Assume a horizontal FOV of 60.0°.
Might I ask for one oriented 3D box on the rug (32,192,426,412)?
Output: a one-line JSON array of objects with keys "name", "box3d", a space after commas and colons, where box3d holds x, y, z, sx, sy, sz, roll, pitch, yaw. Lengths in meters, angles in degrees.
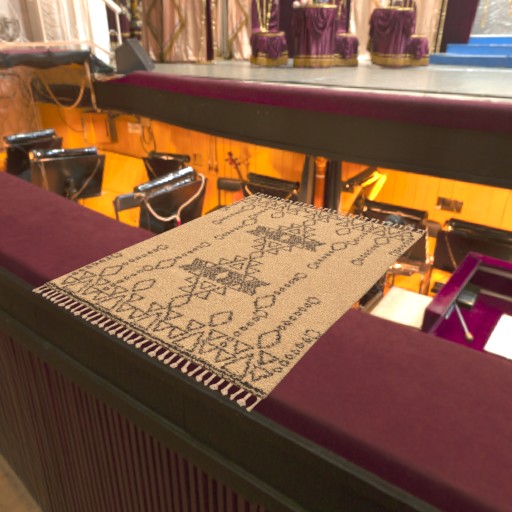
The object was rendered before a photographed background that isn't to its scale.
[{"name": "rug", "box3d": [0.000, 0.000, 3.955, 2.125, 0.028, 3.027, 18, 31, 32]}]
